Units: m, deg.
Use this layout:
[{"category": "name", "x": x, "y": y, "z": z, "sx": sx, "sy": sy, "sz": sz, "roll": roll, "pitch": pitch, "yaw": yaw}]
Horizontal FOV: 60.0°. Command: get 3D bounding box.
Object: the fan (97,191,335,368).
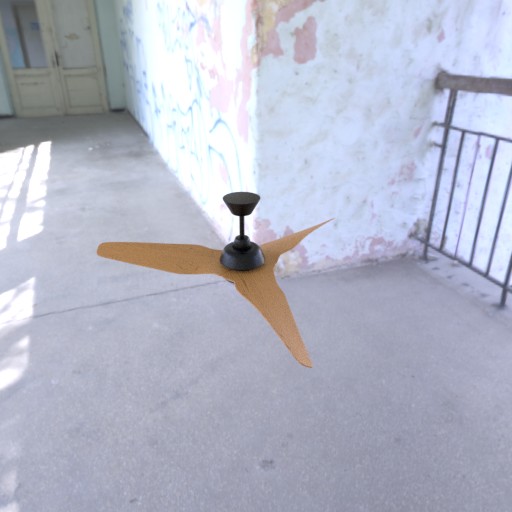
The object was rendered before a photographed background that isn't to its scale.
[{"category": "fan", "x": 0.000, "y": 0.000, "z": 1.642, "sx": 1.142, "sy": 0.355, "sz": 1.010, "roll": -9, "pitch": 28, "yaw": -17}]
